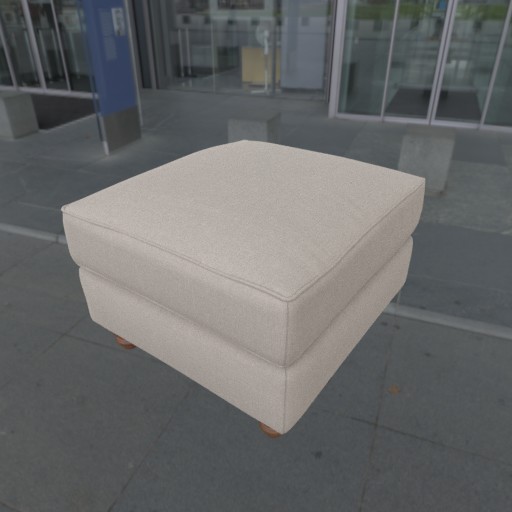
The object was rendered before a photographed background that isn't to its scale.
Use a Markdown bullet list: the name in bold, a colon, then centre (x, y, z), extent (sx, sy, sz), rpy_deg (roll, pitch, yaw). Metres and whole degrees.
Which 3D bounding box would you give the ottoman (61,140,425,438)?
- **ottoman**: centre (0.000, 0.000, 1.188), extent (0.662, 0.505, 0.716), rpy_deg (20, 36, 30)
